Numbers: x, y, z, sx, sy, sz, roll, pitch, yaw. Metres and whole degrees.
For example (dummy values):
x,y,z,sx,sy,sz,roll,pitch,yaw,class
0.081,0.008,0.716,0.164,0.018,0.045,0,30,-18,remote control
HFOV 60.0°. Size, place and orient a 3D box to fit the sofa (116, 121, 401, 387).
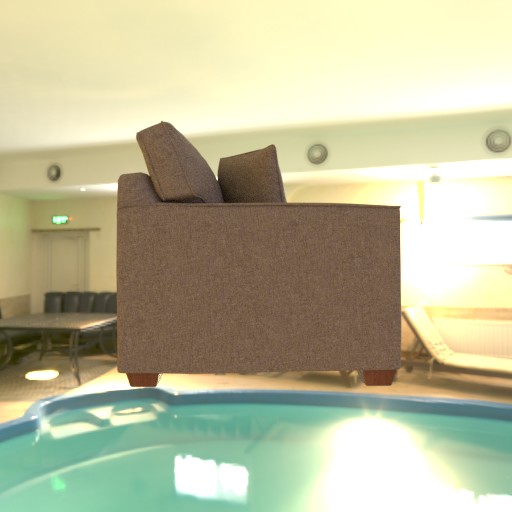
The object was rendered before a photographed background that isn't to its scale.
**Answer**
x,y,z,sx,sy,sz,roll,pitch,yaw,class
0.000,0.000,2.513,1.034,0.946,1.963,0,-1,-2,sofa
